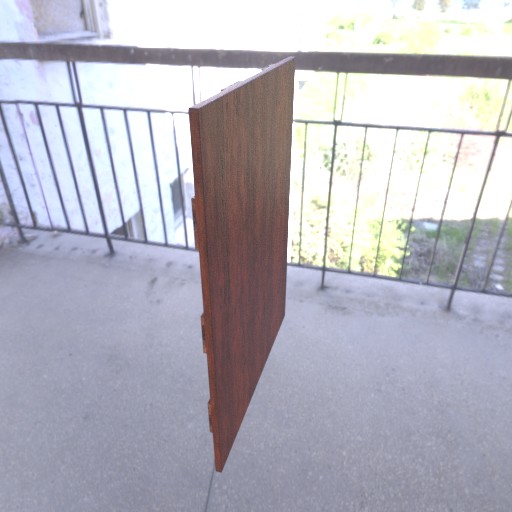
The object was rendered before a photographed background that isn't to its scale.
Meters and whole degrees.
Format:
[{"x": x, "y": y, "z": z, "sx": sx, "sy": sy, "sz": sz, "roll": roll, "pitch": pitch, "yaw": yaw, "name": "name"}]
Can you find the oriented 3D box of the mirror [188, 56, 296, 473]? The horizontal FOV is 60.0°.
[{"x": 0.000, "y": 0.000, "z": 1.053, "sx": 0.021, "sy": 0.805, "sz": 0.600, "roll": 9, "pitch": 32, "yaw": 15, "name": "mirror"}]
